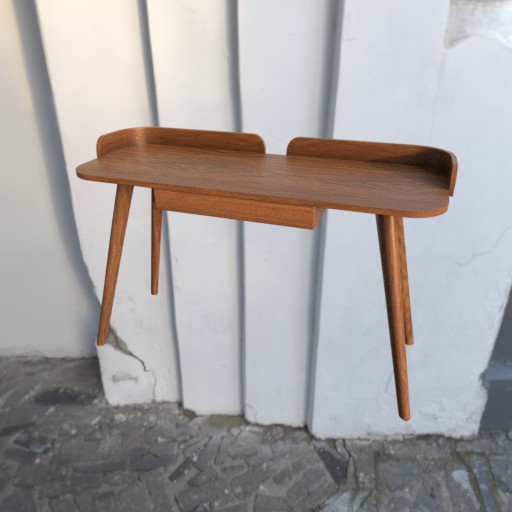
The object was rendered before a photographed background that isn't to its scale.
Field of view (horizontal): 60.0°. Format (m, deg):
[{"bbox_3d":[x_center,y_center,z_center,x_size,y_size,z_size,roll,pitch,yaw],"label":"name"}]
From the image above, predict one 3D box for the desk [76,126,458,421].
[{"bbox_3d":[0.000,0.000,1.663,1.256,0.800,0.486,9,28,17],"label":"desk"}]
